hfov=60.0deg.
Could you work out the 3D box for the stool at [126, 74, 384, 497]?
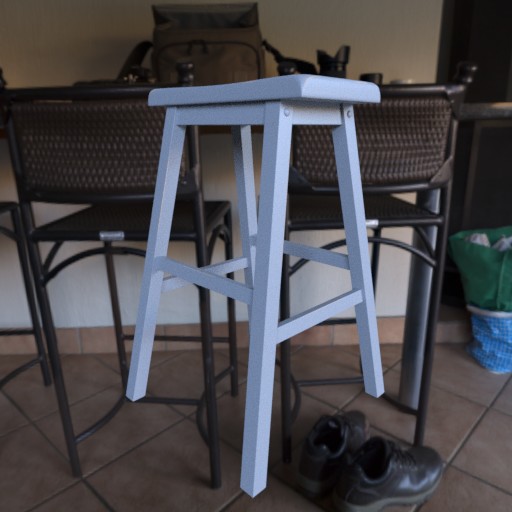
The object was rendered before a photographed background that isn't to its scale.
[{"bbox_3d":[0.000,0.000,1.028,0.457,0.737,0.476,16,22,43],"label":"stool"}]
